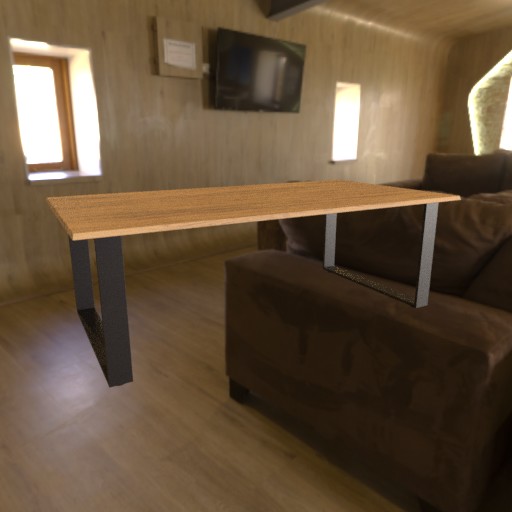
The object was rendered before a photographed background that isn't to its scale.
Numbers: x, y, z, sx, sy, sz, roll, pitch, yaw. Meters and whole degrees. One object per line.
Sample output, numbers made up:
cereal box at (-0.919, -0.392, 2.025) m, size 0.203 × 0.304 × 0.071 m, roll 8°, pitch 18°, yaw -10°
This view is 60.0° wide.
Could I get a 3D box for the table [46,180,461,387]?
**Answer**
table at (0.000, 0.000, 1.658) m, size 1.331 × 0.445 × 0.693 m, roll -8°, pitch 17°, yaw -28°
